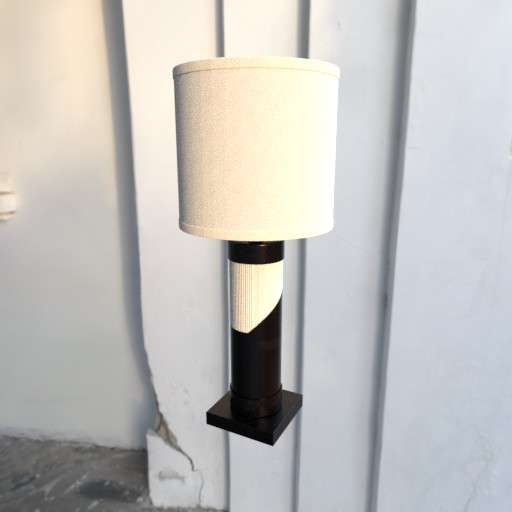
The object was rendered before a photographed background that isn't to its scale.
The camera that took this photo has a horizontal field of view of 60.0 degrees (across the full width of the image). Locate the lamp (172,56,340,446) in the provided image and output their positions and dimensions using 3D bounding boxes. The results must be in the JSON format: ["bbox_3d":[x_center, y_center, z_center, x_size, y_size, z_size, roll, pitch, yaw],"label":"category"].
[{"bbox_3d":[0.000,0.000,0.626,0.211,0.509,0.211,7,16,26],"label":"lamp"}]
